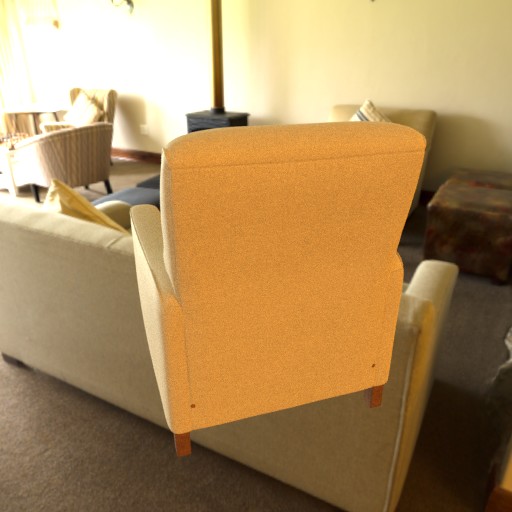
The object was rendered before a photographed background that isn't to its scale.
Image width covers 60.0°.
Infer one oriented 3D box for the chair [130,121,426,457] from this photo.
[{"bbox_3d":[0.000,0.000,1.607,0.841,1.023,0.858,-8,26,-16],"label":"chair"}]
